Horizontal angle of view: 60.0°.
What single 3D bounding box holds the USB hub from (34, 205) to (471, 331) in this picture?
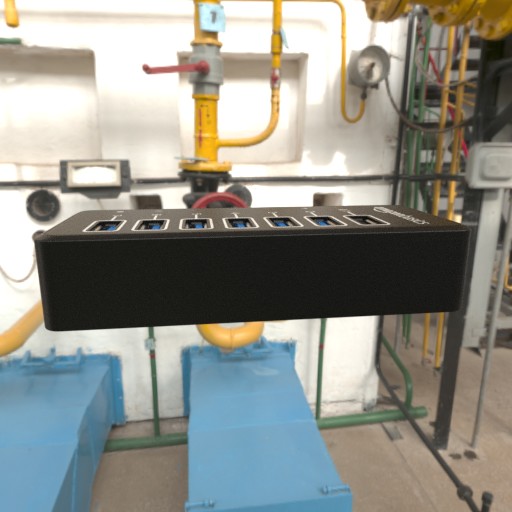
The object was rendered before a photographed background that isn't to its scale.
[{"bbox_3d":[0.000,0.000,0.131,0.110,0.023,0.044,-2,14,-7],"label":"USB hub"}]
